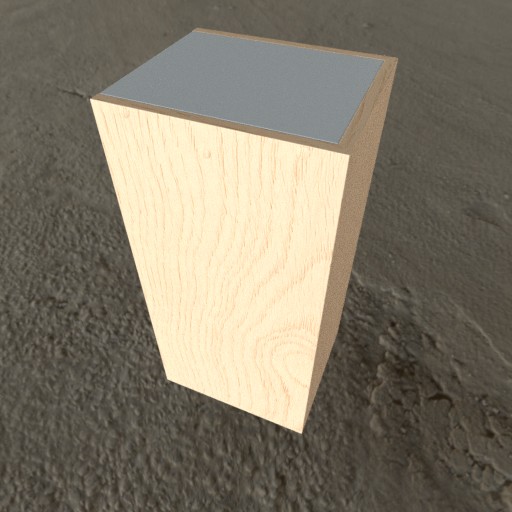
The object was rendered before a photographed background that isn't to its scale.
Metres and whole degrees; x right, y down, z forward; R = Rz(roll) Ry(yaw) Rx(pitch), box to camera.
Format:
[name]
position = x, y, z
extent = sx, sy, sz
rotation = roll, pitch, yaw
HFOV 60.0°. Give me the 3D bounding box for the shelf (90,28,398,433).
[shelf]
position = 0.000, 0.000, 0.737
extent = 0.290, 0.600, 0.250
rotation = 17, 47, 16
